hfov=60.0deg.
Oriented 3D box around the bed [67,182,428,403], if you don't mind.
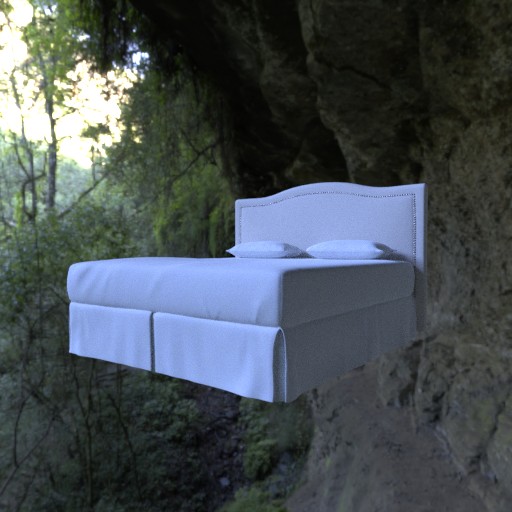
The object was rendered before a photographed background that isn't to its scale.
[{"bbox_3d":[0.000,0.000,3.558,2.083,1.421,2.182,1,1,37],"label":"bed"}]
